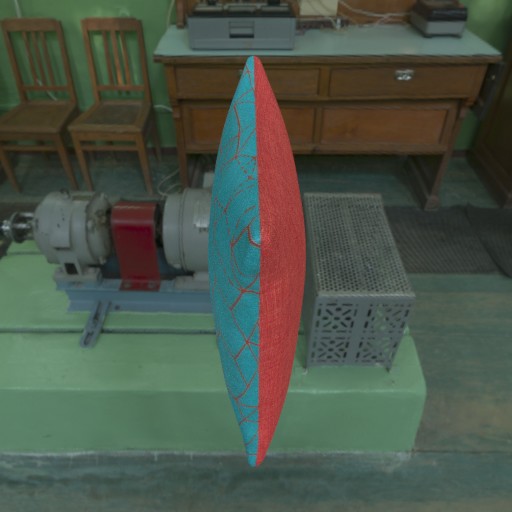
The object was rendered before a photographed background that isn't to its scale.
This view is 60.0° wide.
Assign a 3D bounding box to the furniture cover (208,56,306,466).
[{"bbox_3d":[0.000,0.000,0.772,0.158,0.508,0.517,-1,42,-1],"label":"furniture cover"}]
